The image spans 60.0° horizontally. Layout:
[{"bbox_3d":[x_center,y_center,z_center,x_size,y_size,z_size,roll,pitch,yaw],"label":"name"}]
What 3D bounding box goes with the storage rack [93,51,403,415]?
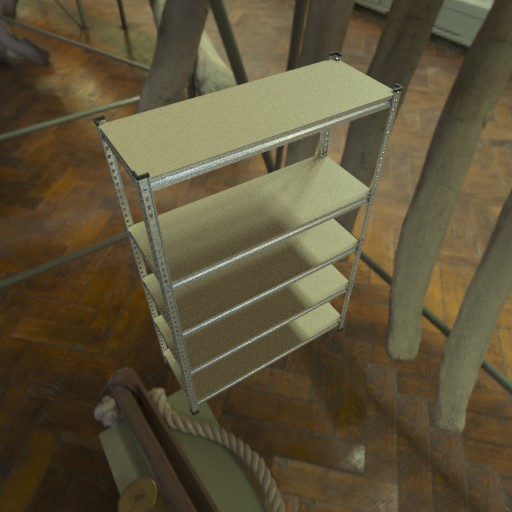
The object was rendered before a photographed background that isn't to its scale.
[{"bbox_3d":[0.000,0.000,2.477,1.219,1.829,0.457,-24,51,-22],"label":"storage rack"}]
